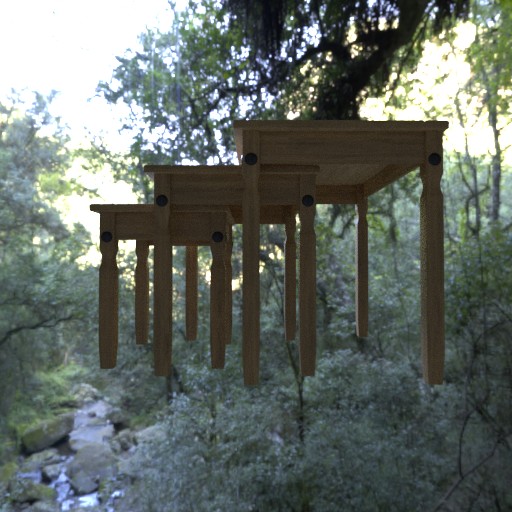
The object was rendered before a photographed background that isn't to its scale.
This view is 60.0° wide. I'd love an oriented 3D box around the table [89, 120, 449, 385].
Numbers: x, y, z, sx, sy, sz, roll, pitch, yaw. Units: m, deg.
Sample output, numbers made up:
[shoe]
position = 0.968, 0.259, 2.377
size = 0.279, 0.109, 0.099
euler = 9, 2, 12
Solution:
[table]
position = 0.000, 0.000, 1.213
size = 0.773, 0.535, 0.660
euler = 0, -1, 0
